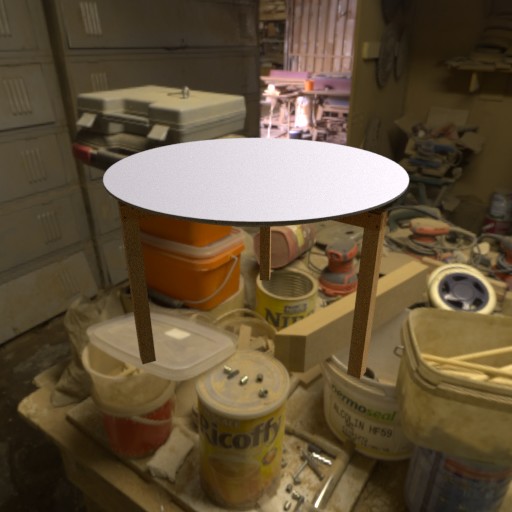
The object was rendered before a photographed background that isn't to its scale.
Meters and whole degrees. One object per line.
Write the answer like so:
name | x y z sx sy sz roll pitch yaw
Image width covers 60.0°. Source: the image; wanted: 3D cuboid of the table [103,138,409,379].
table | 0.000 0.000 0.998 0.600 0.405 0.600 0 26 0
